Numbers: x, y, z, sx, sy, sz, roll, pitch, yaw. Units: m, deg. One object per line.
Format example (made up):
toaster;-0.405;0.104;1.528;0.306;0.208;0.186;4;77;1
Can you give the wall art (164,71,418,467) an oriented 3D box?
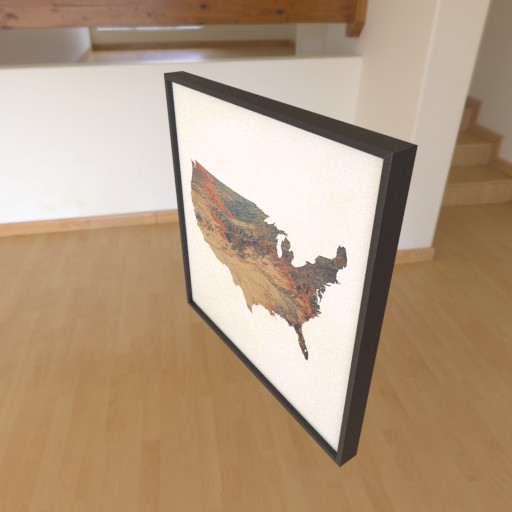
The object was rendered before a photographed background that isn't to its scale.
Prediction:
wall art;0.000;0.000;0.742;0.038;0.507;0.507;-21;38;-29
